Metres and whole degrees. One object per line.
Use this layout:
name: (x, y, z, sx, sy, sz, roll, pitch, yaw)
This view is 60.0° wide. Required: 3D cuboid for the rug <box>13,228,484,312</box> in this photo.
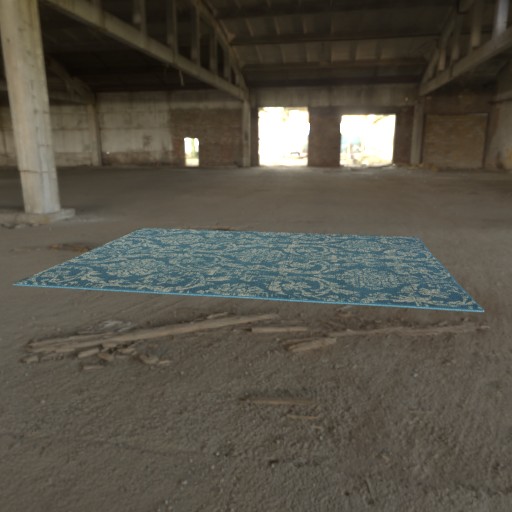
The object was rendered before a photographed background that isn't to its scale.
rug: (0.000, 0.000, 2.776, 2.205, 0.012, 1.554, 2, 14, 9)
